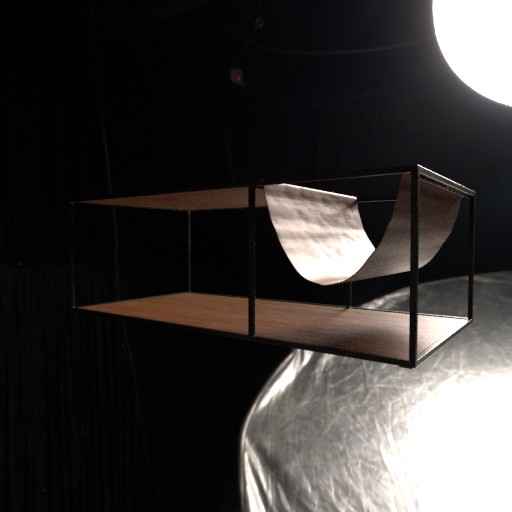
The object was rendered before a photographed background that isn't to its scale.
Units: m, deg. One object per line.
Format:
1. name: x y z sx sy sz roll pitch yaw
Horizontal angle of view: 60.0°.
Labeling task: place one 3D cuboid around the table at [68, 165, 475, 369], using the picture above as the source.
1. table: 0.000 0.000 1.452 1.199 0.403 0.597 1 3 36
